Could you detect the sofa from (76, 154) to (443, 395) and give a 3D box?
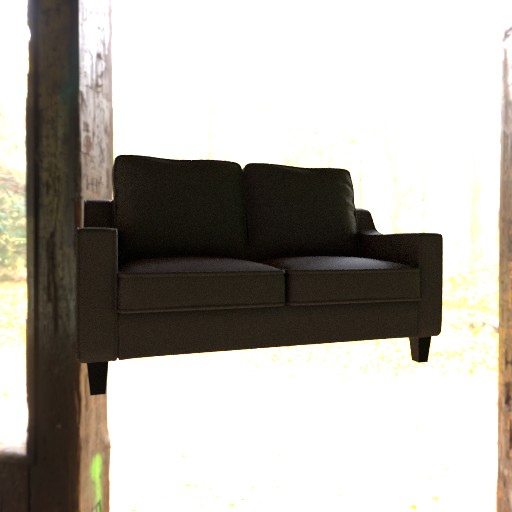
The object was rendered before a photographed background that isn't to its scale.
[{"bbox_3d":[0.000,0.000,2.041,1.500,0.948,0.791,0,1,-19],"label":"sofa"}]
